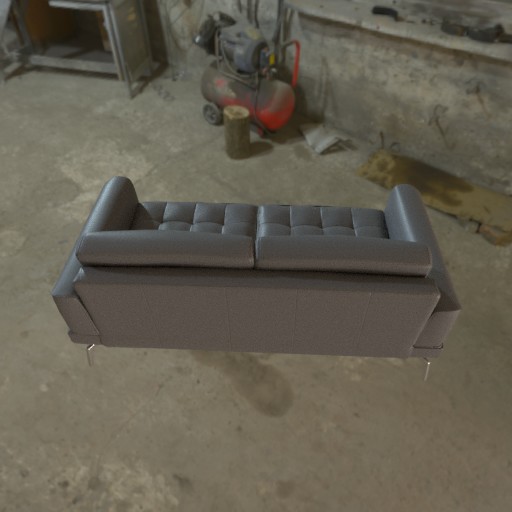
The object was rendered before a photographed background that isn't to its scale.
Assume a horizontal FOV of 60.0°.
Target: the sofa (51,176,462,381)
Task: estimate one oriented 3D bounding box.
[{"bbox_3d":[0.000,0.000,2.746,2.177,0.930,1.121,2,45,2],"label":"sofa"}]
